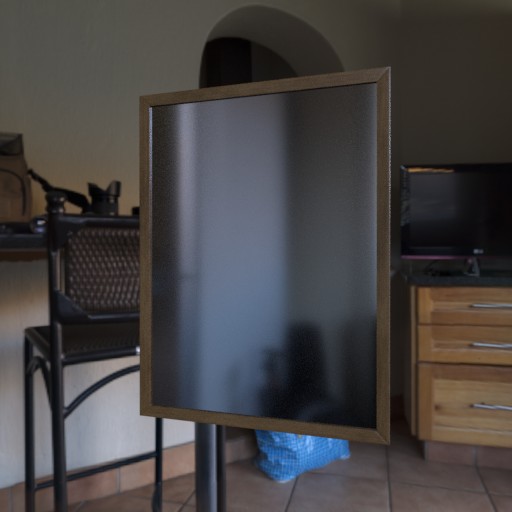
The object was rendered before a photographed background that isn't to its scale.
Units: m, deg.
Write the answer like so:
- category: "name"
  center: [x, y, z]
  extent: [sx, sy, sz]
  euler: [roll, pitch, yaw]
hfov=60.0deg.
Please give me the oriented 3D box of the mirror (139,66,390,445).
- category: "mirror"
  center: [0.000, 0.000, 1.317]
  extent: [0.762, 1.016, 0.040]
  euler: [0, 0, 17]
